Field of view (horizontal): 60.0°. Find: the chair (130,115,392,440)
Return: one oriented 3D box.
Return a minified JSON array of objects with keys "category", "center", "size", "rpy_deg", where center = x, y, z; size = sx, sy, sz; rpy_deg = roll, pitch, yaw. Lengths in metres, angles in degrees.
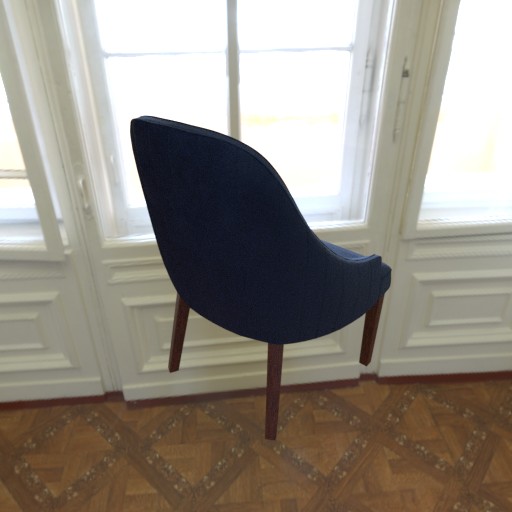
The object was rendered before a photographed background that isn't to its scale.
[{"category":"chair","center":[0.000,0.000,1.313],"size":[0.643,0.889,0.575],"rpy_deg":[23,38,33]}]
